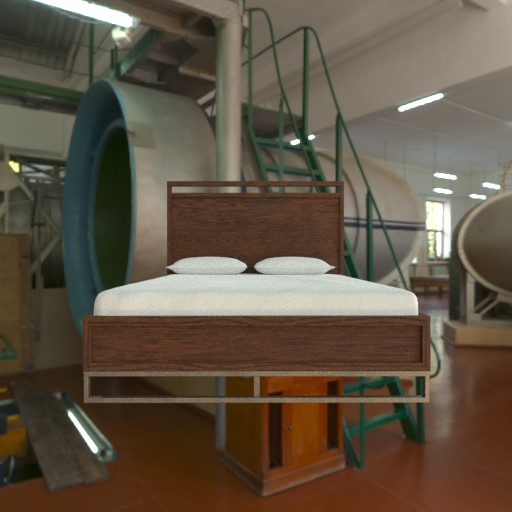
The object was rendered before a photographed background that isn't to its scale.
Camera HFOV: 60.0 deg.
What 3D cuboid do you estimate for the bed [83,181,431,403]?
[{"bbox_3d":[0.000,0.000,3.352,1.765,1.487,2.218,0,0,0],"label":"bed"}]
